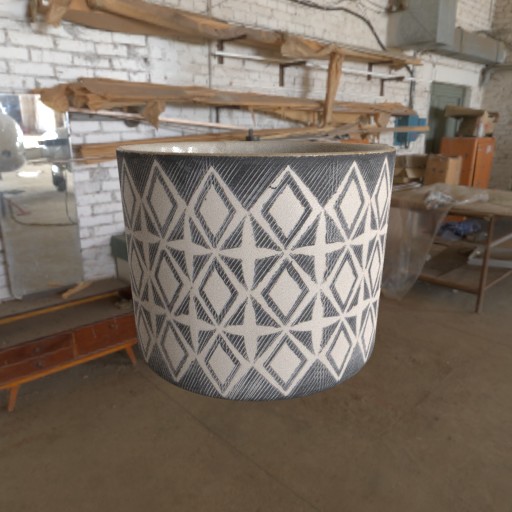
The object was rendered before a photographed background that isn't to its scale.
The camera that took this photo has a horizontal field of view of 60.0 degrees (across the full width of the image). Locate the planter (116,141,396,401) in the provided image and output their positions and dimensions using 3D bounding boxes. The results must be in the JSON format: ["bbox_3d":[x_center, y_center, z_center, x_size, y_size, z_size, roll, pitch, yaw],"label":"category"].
[{"bbox_3d":[0.000,0.000,0.340,0.192,0.165,0.192,0,16,0],"label":"planter"}]
